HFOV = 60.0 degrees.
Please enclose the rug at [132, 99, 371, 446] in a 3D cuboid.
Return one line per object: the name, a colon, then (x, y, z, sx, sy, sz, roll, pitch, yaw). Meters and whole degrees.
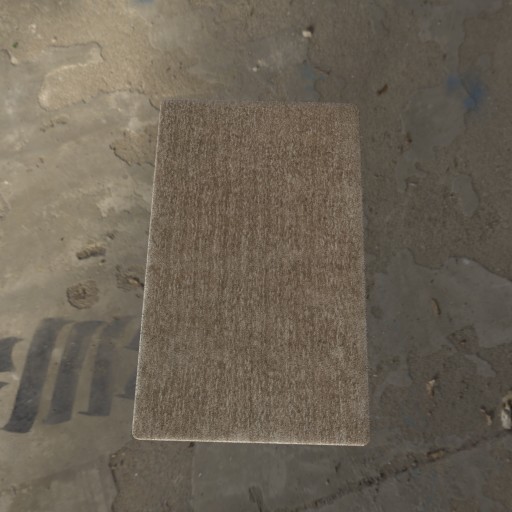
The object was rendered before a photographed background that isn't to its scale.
rug: (0.000, 0.000, 3.139, 1.539, 0.024, 2.469, 1, 76, 0)
